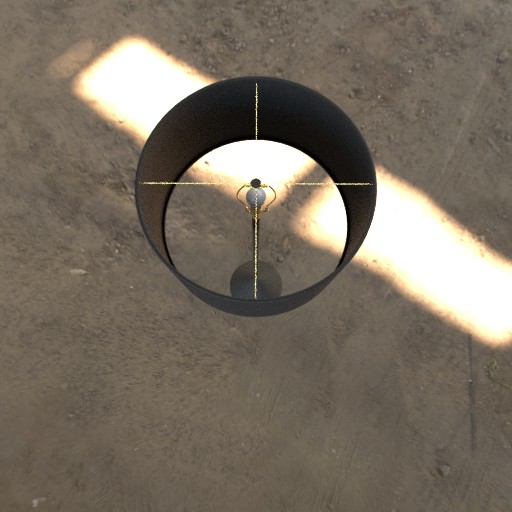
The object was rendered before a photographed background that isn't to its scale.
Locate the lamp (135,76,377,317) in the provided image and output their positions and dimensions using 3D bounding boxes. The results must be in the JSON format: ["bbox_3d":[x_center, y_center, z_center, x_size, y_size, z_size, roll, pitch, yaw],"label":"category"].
[{"bbox_3d":[0.000,0.000,1.798,0.580,1.526,0.580,0,77,0],"label":"lamp"}]
